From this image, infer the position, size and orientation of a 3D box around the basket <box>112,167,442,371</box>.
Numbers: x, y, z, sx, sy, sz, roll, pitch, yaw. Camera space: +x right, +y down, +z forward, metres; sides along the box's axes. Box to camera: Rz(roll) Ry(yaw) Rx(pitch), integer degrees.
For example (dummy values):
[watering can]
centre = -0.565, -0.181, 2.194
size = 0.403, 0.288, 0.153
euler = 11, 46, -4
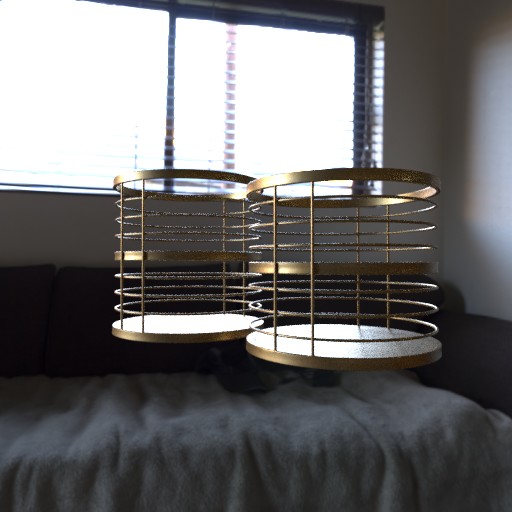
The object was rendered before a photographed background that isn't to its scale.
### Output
[basket]
centre = 0.000, 0.000, 0.954
size = 0.746, 0.351, 0.356
euler = -1, -1, 36
